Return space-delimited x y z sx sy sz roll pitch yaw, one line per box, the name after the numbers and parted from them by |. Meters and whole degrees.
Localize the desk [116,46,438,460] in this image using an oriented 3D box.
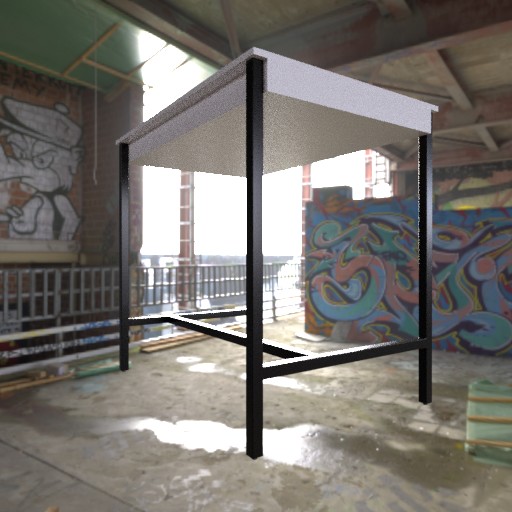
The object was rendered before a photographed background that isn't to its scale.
0.000 0.000 1.305 0.573 0.766 0.811 0 0 -35 | desk
